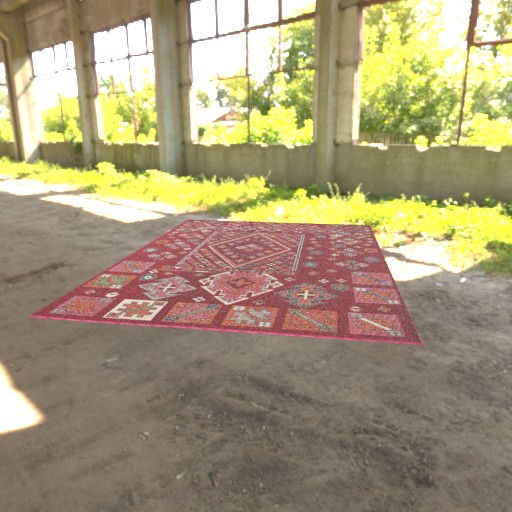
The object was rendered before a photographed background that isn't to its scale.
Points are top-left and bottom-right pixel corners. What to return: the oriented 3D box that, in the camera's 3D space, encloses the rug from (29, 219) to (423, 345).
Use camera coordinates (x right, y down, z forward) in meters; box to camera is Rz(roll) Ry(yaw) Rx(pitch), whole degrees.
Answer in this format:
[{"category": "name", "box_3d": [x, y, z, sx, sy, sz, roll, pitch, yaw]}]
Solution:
[{"category": "rug", "box_3d": [0.000, 0.000, 4.191, 2.389, 0.011, 3.306, 2, 16, 9]}]
